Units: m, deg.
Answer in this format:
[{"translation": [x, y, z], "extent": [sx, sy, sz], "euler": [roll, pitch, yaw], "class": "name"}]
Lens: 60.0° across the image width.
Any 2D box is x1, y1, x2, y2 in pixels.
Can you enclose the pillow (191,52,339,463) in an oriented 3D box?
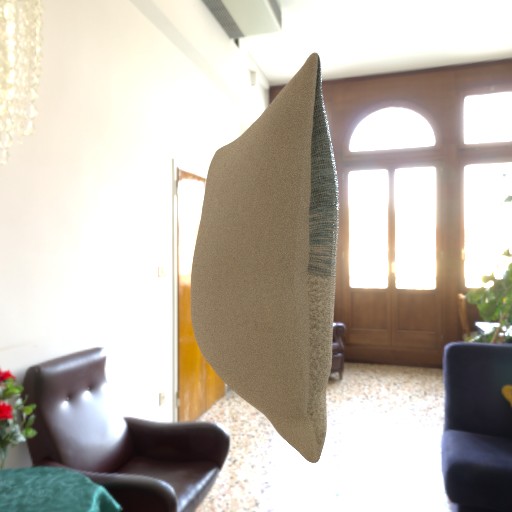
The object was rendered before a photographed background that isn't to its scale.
[{"translation": [0.000, 0.000, 0.673], "extent": [0.182, 0.441, 0.440], "euler": [0, 0, -19], "class": "pillow"}]
